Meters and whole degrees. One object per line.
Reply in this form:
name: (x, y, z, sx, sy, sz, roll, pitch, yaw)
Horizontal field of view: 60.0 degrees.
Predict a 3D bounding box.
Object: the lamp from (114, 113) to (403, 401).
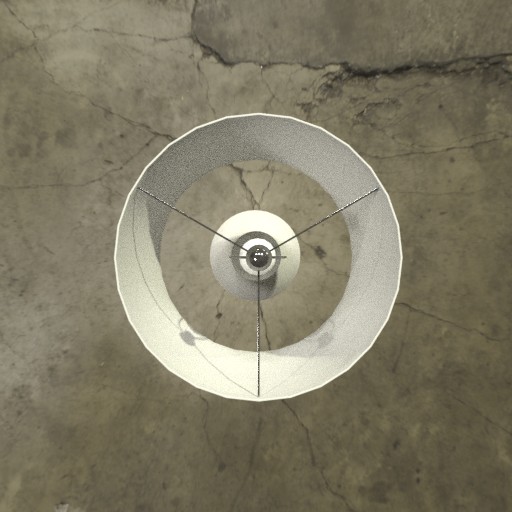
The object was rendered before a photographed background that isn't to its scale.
lamp: (0.000, 0.000, 0.856, 0.357, 0.673, 0.357, 0, 90, -1)
